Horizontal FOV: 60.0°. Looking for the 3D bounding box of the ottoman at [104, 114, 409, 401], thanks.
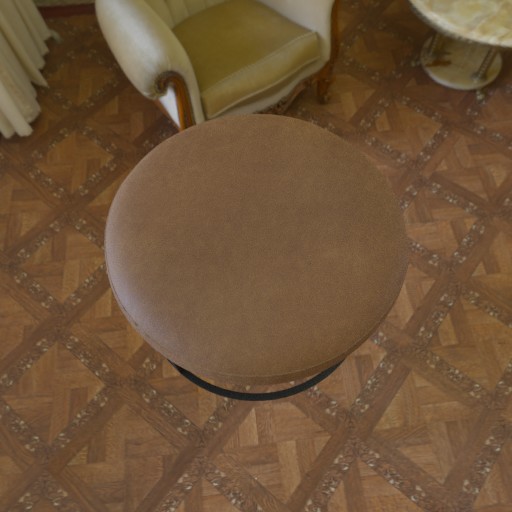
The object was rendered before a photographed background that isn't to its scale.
[{"bbox_3d":[0.000,0.000,1.277,0.771,0.460,0.771,0,63,0],"label":"ottoman"}]
